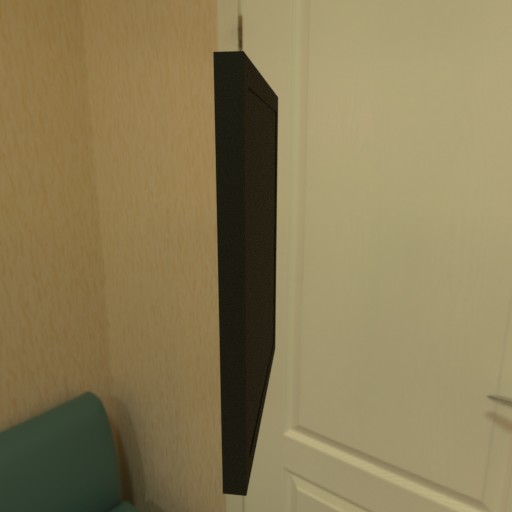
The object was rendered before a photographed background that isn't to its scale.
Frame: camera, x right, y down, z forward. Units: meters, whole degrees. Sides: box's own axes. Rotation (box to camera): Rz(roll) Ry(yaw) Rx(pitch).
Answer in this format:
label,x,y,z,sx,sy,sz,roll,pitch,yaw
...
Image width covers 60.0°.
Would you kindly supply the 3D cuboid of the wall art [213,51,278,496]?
label,x,y,z,sx,sy,sz,roll,pitch,yaw
wall art,0.000,0.000,0.756,0.033,0.559,0.457,2,14,7
